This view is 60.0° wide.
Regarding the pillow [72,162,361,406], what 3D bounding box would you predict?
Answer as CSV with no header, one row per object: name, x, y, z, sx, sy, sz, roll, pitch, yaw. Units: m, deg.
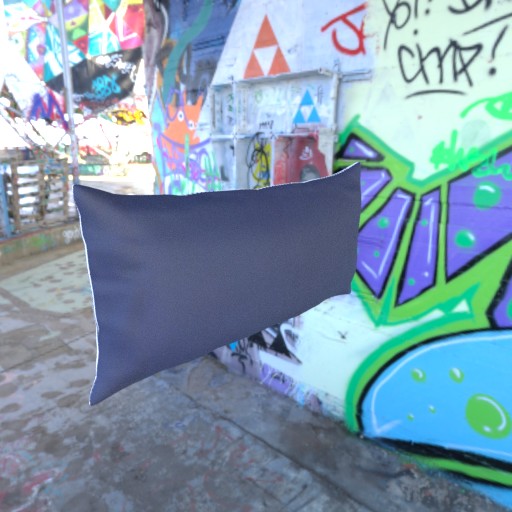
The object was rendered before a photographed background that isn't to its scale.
pillow,0.000,0.000,0.739,0.151,0.287,0.610,14,20,42
